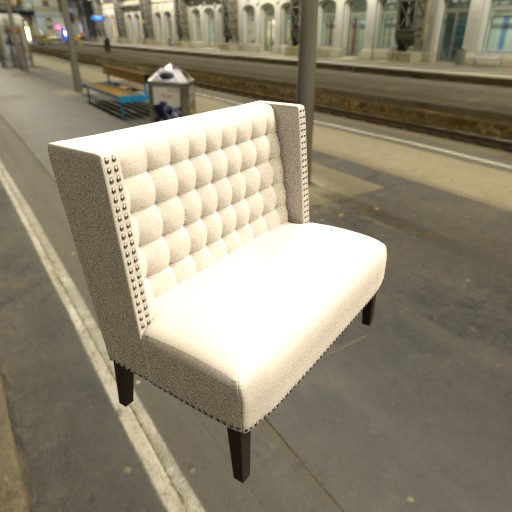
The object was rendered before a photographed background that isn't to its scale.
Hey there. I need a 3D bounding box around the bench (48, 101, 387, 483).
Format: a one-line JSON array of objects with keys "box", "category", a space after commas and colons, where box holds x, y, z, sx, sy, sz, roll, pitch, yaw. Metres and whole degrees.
[{"box": [0.000, 0.000, 1.978, 0.847, 1.123, 1.280, 18, 32, 31], "category": "bench"}]
